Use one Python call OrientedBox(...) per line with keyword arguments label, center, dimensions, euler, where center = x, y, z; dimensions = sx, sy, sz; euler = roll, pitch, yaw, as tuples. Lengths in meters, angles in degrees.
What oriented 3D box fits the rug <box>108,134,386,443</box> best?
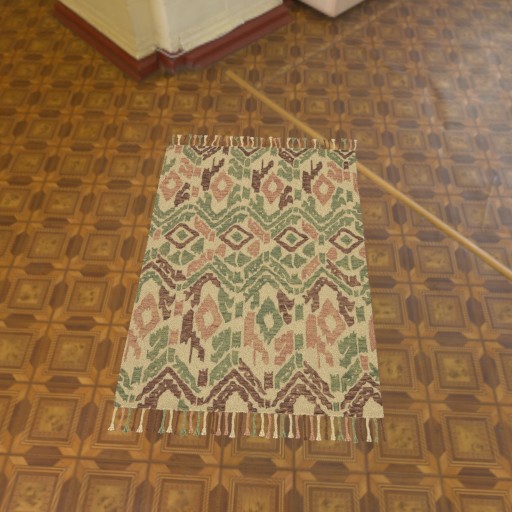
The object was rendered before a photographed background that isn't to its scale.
OrientedBox(label="rug", center=(0.000, 0.000, 2.364), dimensions=(1.219, 0.010, 1.829), euler=(2, 58, 1))
